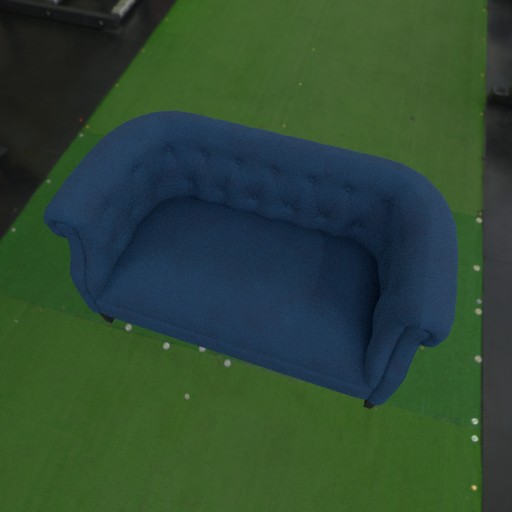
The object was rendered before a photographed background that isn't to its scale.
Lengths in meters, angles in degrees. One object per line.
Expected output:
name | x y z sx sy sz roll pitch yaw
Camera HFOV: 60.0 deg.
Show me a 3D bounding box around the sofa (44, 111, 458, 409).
sofa | 0.000 0.000 2.015 1.558 0.827 0.835 16 59 10
